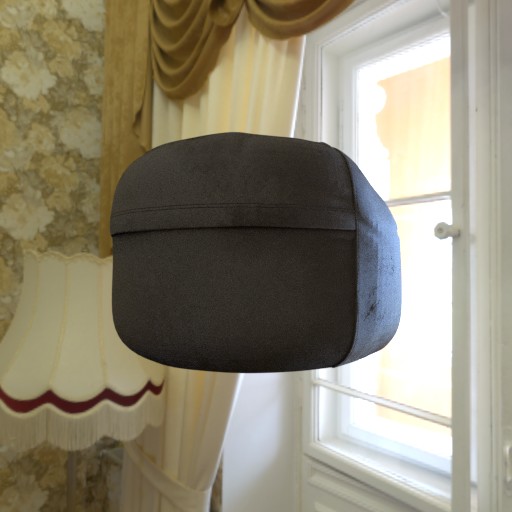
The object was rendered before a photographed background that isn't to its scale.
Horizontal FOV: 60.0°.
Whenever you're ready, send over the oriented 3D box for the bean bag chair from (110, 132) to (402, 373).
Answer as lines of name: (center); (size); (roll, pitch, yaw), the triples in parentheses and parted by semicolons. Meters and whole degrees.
bean bag chair: (0.000, 0.000, 1.464); (0.918, 0.605, 0.918); (0, -1, 0)
